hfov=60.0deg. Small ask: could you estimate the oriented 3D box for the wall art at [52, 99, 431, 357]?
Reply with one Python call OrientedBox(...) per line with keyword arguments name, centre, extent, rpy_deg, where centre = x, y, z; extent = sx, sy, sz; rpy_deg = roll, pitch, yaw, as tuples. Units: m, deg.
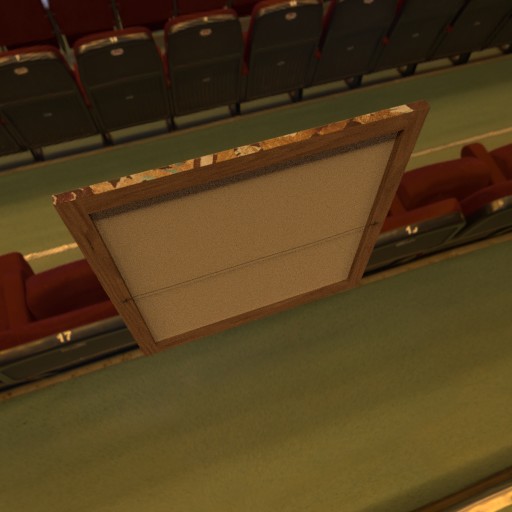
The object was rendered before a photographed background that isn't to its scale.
OrientedBox(name="wall art", centre=(0.000, 0.000, 1.165), extent=(0.757, 0.762, 0.028), rpy_deg=(-17, 59, -11))
